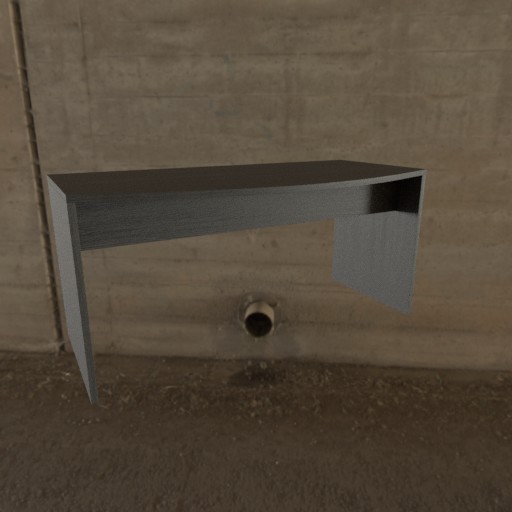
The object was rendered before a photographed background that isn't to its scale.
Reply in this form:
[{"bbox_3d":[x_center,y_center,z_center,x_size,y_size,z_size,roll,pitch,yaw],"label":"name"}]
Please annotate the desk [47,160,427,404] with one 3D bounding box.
[{"bbox_3d":[0.000,0.000,2.038,1.600,0.750,0.802,-9,19,-28],"label":"desk"}]
